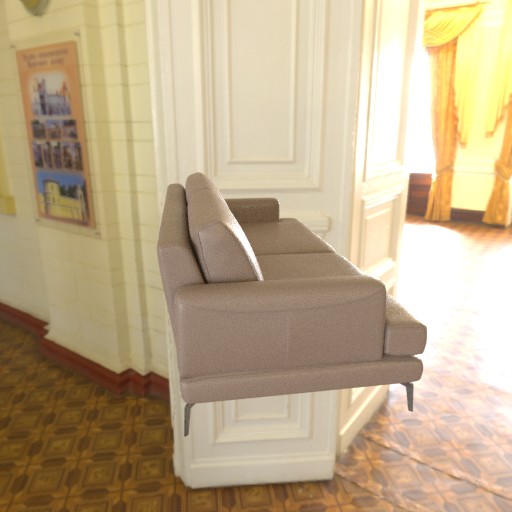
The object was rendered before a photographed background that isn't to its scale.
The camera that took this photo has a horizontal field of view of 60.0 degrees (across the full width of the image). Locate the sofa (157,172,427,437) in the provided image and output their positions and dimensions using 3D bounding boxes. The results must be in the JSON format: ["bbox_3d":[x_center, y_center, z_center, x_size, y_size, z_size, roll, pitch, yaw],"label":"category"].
[{"bbox_3d":[0.000,0.000,2.440,0.974,0.765,1.940,-3,17,-9],"label":"sofa"}]
